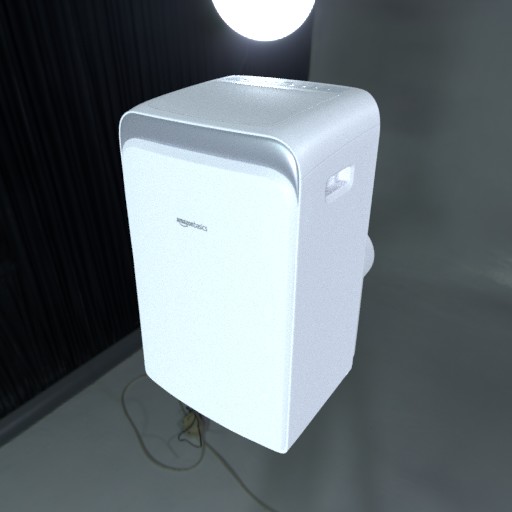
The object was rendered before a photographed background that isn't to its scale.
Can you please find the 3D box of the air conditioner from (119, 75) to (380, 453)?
[{"bbox_3d":[0.000,0.000,1.081,0.478,0.765,0.467,19,35,29],"label":"air conditioner"}]
